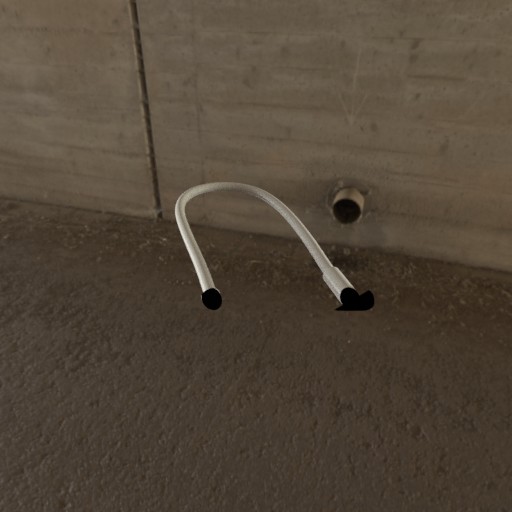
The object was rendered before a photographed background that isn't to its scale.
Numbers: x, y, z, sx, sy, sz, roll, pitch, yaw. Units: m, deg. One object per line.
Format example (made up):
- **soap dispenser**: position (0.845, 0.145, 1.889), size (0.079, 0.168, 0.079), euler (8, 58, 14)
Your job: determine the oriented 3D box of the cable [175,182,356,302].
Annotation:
- **cable**: position (0.000, 0.000, 0.115), size (0.041, 0.005, 0.098), euler (-9, 33, -14)
